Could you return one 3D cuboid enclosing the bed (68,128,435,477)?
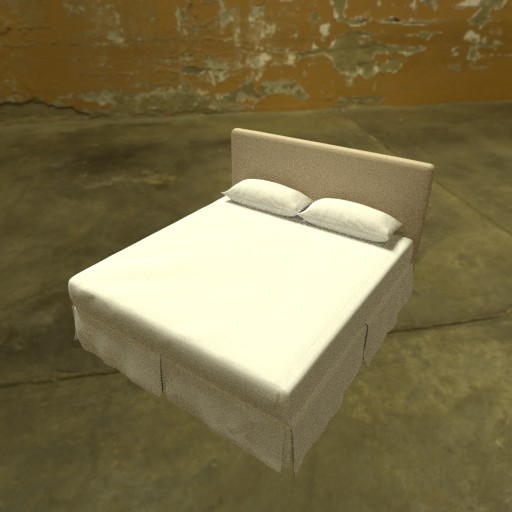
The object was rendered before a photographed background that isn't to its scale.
[{"bbox_3d":[0.000,0.000,3.613,2.119,1.317,2.319,19,36,29],"label":"bed"}]
